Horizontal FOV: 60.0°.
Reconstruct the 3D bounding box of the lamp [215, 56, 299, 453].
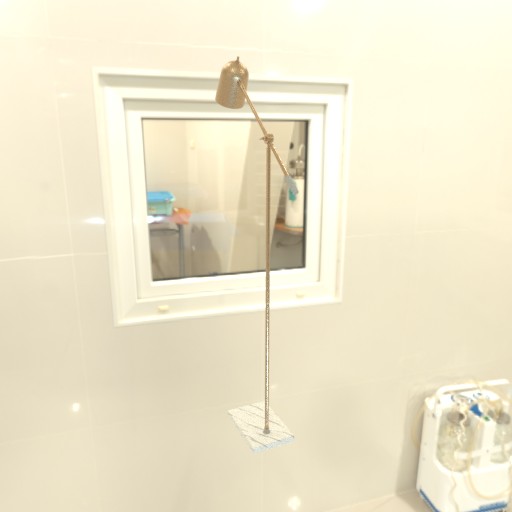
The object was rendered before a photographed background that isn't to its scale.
[{"bbox_3d":[0.000,0.000,1.848,0.194,1.594,0.653,-7,16,-24],"label":"lamp"}]
